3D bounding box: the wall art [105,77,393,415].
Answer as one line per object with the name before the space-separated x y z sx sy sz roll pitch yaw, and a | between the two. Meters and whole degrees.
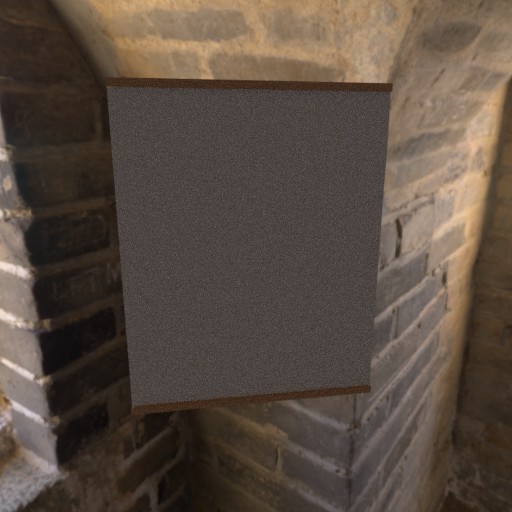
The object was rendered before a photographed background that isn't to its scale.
wall art | 0.000 0.000 0.684 0.404 0.507 0.010 -2 15 -9
